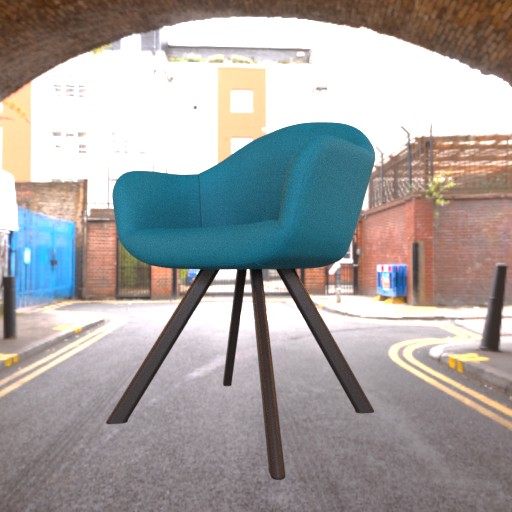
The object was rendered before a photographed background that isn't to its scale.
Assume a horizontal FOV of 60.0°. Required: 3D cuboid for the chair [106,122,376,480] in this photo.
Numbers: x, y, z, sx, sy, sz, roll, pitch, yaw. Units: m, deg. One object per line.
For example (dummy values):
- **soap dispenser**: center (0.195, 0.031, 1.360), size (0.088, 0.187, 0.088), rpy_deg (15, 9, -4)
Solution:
- **chair**: center (0.000, 0.000, 1.141), size (0.590, 0.795, 0.550), rpy_deg (-1, -2, 35)
